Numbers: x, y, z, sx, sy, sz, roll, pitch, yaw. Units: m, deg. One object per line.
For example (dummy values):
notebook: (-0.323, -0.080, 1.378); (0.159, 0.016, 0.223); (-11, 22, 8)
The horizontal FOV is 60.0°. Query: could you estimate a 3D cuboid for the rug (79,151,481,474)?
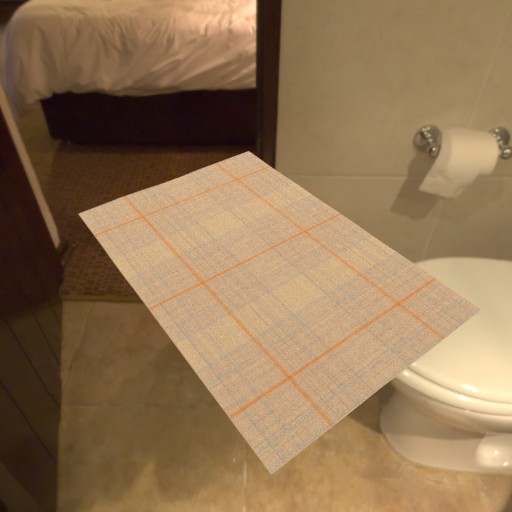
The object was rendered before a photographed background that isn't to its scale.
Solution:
rug: (0.000, 0.000, 2.313); (1.232, 0.015, 1.825); (-27, 49, -26)
